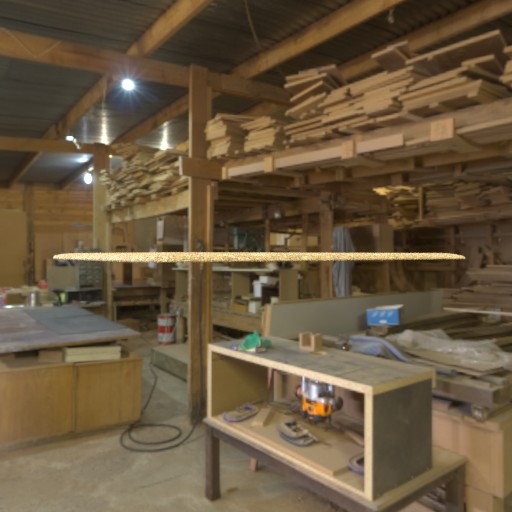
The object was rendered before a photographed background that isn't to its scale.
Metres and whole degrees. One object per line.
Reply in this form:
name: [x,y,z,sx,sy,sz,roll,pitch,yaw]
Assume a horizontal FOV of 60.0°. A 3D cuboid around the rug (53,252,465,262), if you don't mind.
rug: [0.000,0.000,3.820,2.873,0.050,2.242,0,0,-36]
